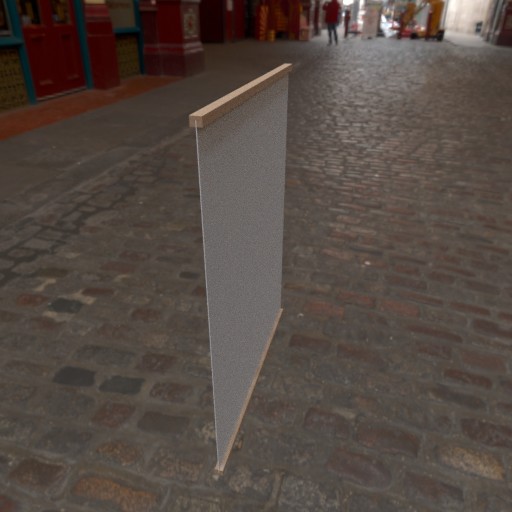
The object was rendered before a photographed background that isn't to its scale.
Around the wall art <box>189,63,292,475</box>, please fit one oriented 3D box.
[{"bbox_3d":[0.000,0.000,0.688,0.012,0.508,0.405,8,31,13],"label":"wall art"}]
